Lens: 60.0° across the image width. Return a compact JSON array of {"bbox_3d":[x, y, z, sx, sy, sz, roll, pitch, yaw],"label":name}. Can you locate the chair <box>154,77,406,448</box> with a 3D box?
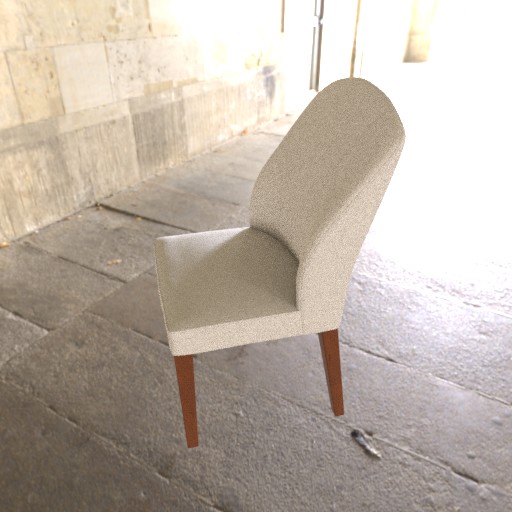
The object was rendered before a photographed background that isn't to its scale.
[{"bbox_3d":[0.000,0.000,1.213,0.540,0.893,0.472,-8,31,-13],"label":"chair"}]
